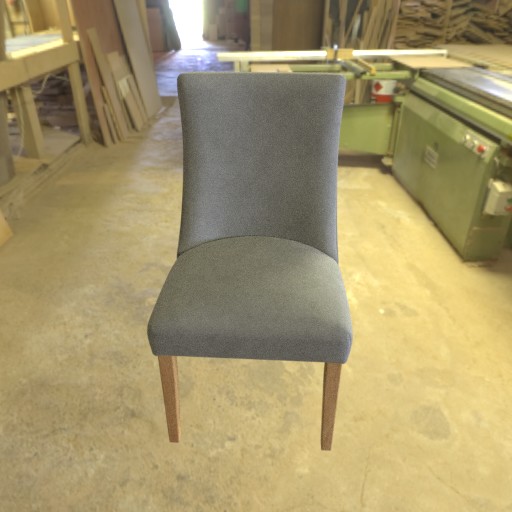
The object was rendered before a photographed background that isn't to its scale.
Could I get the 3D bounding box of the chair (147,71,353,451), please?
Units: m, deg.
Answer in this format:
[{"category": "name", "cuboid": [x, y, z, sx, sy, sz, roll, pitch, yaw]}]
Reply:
[{"category": "chair", "cuboid": [0.000, 0.000, 1.257, 0.495, 0.902, 0.610, 2, 30, 3]}]
